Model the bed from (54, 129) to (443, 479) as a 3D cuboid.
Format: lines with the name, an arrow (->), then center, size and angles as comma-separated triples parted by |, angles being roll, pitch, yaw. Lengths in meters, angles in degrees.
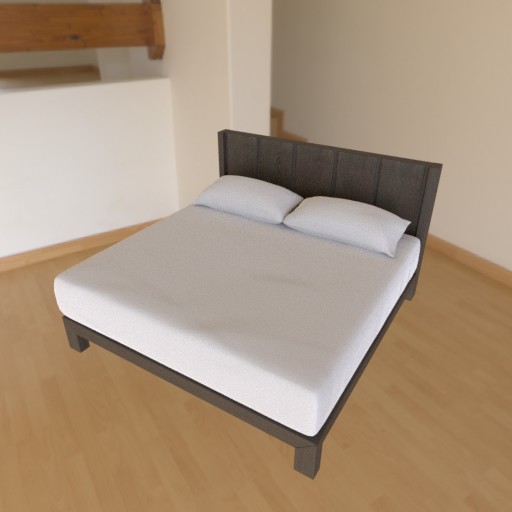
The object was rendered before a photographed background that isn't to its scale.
bed -> 0.000, 0.000, 3.529 | 2.143, 1.261, 2.238 | 17, 34, 27
